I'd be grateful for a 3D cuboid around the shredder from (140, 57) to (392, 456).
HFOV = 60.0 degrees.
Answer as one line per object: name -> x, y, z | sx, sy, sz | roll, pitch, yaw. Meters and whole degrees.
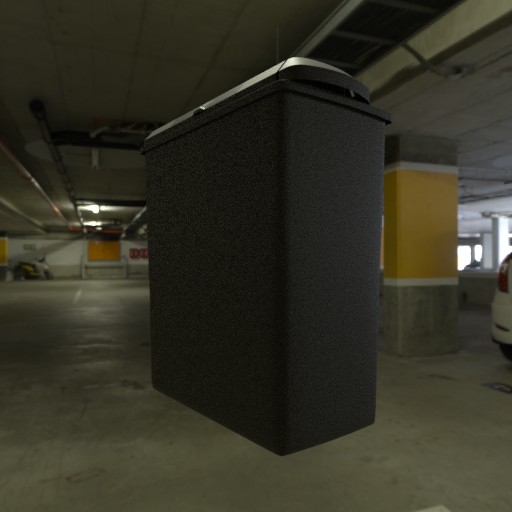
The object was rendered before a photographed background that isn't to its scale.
shredder -> 0.000, 0.000, 0.512 | 0.170, 0.335, 0.320 | 0, -1, -38
